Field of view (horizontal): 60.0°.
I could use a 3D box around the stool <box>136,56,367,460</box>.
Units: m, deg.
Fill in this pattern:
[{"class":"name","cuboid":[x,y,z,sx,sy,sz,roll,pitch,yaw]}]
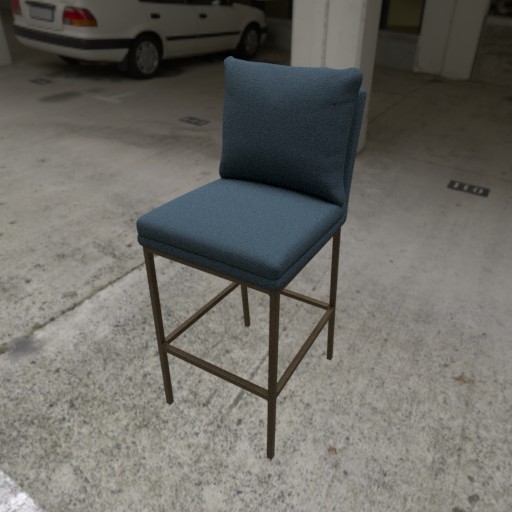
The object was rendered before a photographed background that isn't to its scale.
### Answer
[{"class":"stool","cuboid":[0.000,0.000,1.435,0.463,1.124,0.568,17,35,26]}]
